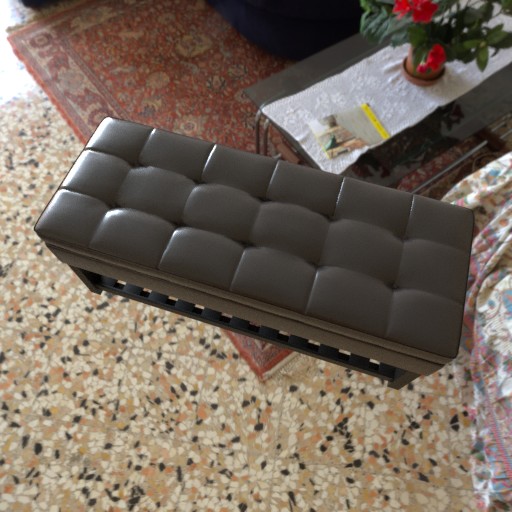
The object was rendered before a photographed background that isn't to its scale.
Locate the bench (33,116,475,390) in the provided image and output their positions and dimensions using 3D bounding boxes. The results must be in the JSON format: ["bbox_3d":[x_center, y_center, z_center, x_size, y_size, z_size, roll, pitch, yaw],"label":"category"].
[{"bbox_3d":[0.000,0.000,1.353,1.105,0.460,0.432,16,64,8],"label":"bench"}]
